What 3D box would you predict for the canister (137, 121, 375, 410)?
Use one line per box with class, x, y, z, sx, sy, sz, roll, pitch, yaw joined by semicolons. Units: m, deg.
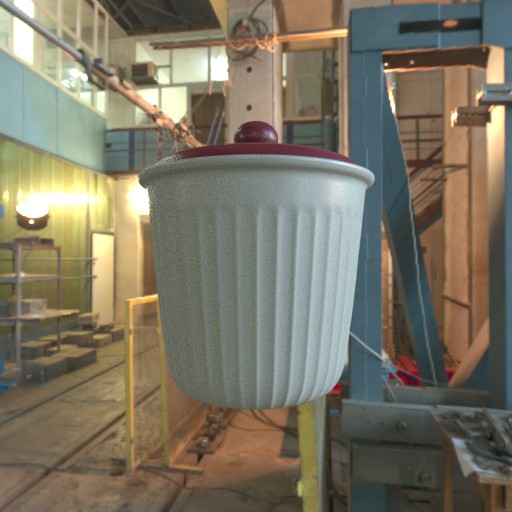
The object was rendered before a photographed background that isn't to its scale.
canister;0.000;0.000;0.350;0.181;0.211;0.181;0;0;0
